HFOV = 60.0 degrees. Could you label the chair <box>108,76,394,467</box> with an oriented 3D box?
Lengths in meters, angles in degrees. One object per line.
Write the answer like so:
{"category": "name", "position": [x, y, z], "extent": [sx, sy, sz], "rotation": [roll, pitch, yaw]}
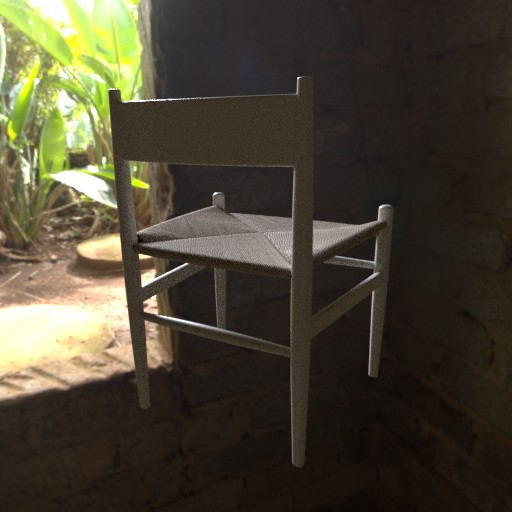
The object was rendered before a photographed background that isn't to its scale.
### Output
{"category": "chair", "position": [0.000, 0.000, 1.101], "extent": [0.556, 0.762, 0.495], "rotation": [8, 17, 28]}
